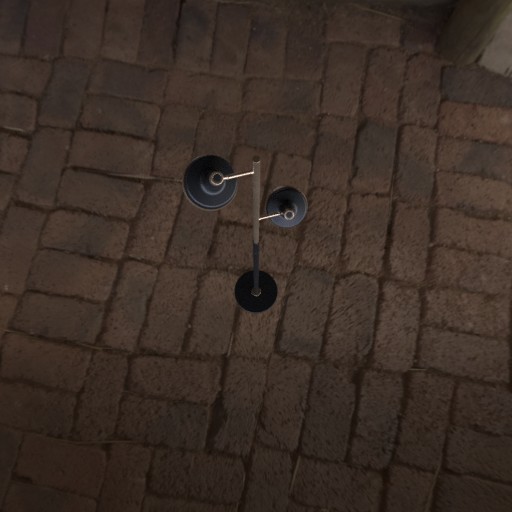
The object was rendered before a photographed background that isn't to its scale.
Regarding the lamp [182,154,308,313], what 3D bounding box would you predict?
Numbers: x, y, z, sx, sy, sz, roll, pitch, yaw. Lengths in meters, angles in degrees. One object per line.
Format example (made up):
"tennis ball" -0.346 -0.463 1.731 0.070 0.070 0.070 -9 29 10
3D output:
"lamp" 0.000 0.000 1.767 0.351 1.674 0.253 -14 76 -3
